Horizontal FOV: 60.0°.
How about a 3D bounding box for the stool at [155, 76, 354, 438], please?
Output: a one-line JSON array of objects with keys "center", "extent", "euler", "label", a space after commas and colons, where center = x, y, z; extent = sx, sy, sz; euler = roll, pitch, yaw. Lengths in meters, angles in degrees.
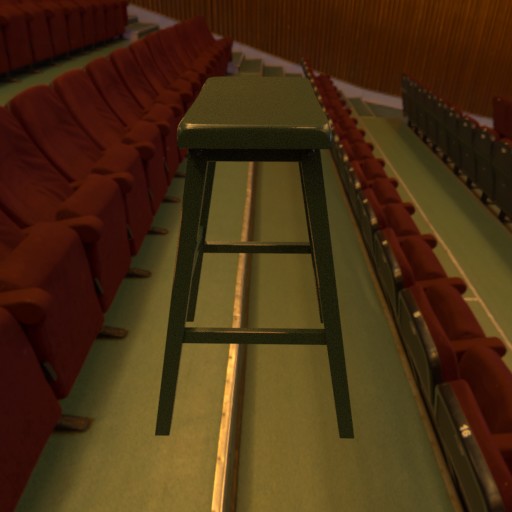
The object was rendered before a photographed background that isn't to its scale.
[{"center": [0.000, 0.000, 1.063], "extent": [0.476, 0.737, 0.457], "euler": [1, 31, 1], "label": "stool"}]
